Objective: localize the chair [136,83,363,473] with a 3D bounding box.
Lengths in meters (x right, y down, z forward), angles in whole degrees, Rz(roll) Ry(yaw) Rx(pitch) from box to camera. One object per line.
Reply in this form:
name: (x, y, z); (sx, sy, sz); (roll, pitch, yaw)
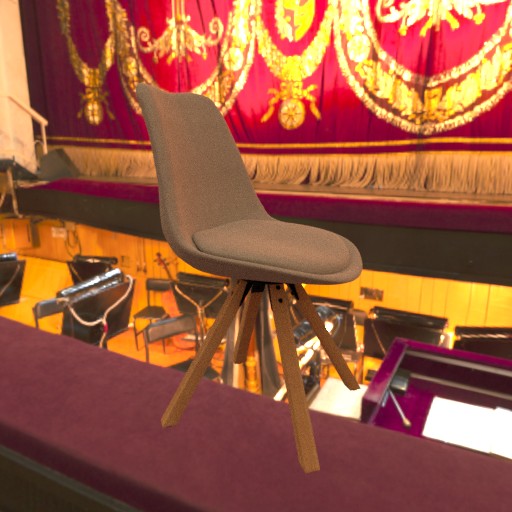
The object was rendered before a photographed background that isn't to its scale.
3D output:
chair: (0.000, 0.000, 1.173); (0.549, 0.863, 0.474); (7, 15, 26)
